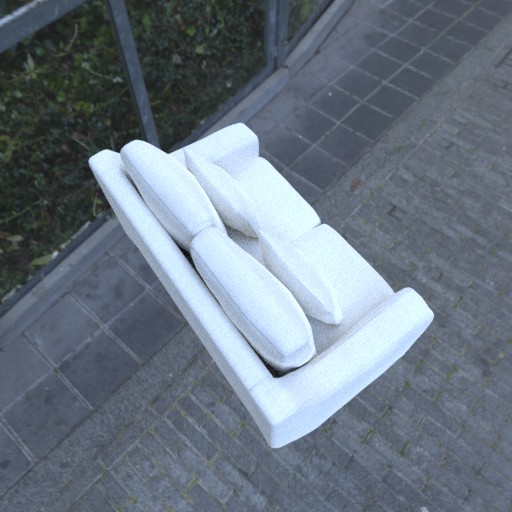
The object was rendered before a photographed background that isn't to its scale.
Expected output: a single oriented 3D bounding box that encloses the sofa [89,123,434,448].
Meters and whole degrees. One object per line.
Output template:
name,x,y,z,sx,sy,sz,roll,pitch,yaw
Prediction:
sofa,0.000,0.000,2.457,1.040,1.047,1.744,-31,62,-18
